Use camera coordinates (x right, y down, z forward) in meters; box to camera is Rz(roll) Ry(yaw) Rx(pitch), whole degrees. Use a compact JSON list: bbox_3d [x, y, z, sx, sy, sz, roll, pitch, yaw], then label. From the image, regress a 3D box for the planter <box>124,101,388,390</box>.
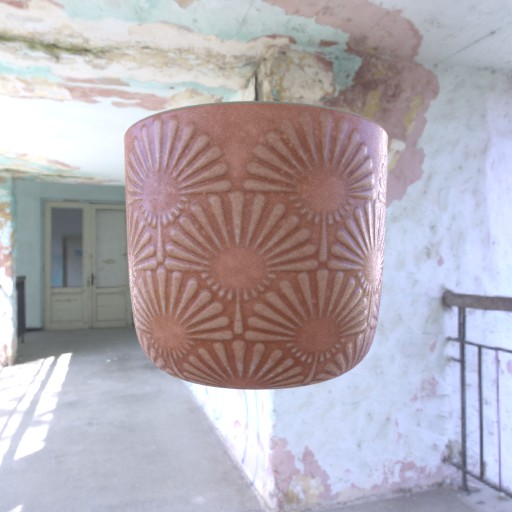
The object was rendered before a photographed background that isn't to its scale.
[{"bbox_3d":[0.000,0.000,0.216,0.124,0.109,0.124,0,0,0],"label":"planter"}]
